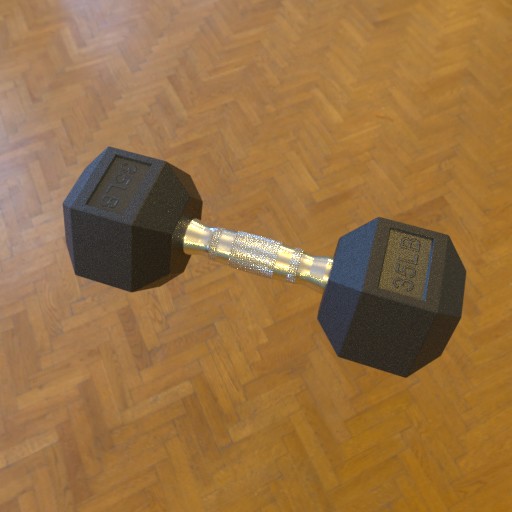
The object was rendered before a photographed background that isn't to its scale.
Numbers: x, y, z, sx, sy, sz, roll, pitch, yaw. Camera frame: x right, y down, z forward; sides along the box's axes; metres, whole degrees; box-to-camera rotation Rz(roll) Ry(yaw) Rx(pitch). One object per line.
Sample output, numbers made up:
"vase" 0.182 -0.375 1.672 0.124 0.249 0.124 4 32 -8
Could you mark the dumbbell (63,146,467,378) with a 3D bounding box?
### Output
"dumbbell" 0.000 0.000 0.420 0.356 0.123 0.141 16 63 8
